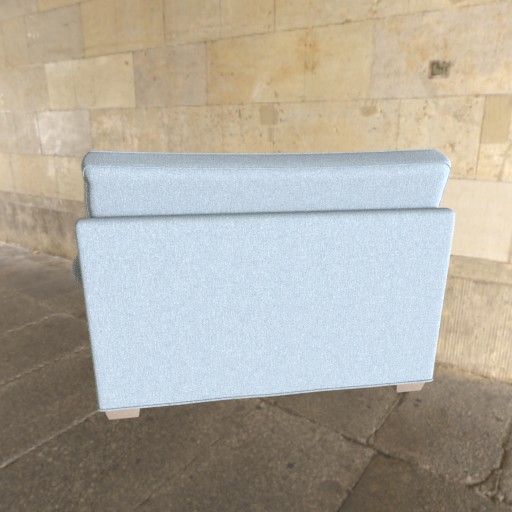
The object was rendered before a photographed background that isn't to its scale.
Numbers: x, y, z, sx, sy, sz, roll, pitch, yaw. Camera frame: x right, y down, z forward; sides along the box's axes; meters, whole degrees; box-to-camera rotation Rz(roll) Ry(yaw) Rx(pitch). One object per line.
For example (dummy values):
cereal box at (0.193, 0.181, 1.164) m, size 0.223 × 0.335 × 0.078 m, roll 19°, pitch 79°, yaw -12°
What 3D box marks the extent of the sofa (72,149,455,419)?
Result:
sofa at (0.000, 0.000, 1.980) m, size 1.410 × 0.953 × 0.940 m, roll -2°, pitch 16°, yaw -9°
